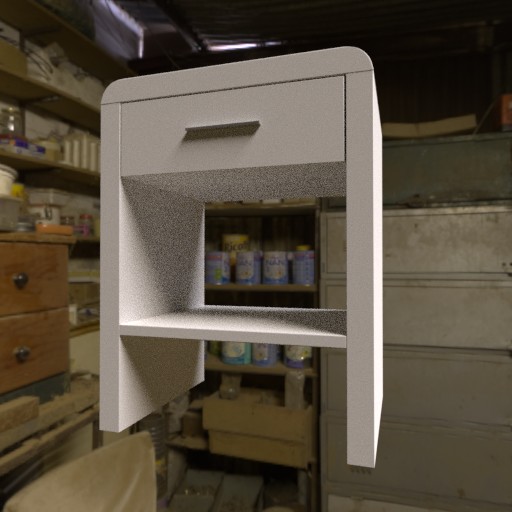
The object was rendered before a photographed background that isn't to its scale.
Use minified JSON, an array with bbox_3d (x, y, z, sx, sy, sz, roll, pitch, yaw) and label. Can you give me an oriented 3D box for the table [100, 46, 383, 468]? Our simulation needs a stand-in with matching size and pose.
[{"bbox_3d":[0.000,0.000,0.840,0.450,0.590,0.350,0,-1,18],"label":"table"}]
